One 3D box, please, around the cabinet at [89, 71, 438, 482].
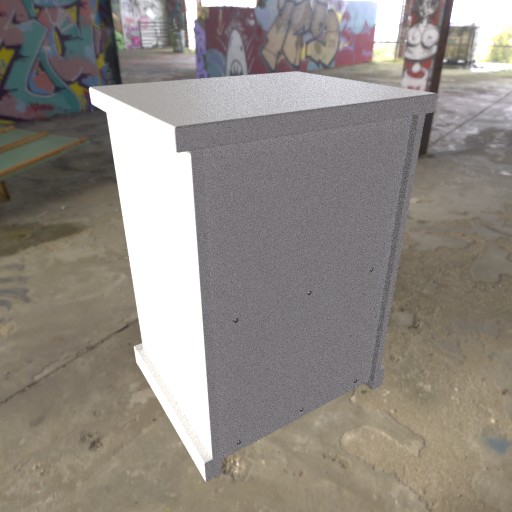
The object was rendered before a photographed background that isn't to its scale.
[{"bbox_3d":[0.000,0.000,1.021,0.520,0.723,0.431,-17,33,-28],"label":"cabinet"}]
